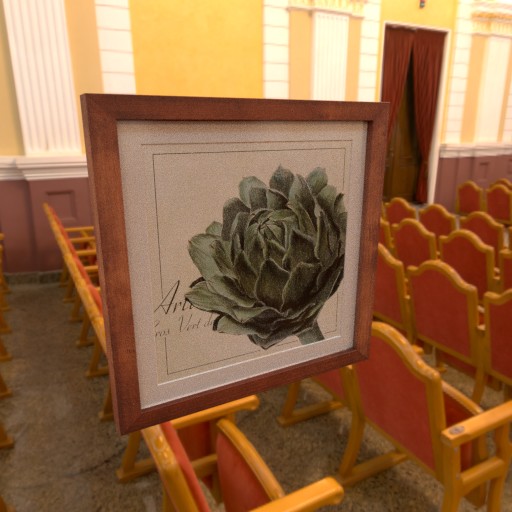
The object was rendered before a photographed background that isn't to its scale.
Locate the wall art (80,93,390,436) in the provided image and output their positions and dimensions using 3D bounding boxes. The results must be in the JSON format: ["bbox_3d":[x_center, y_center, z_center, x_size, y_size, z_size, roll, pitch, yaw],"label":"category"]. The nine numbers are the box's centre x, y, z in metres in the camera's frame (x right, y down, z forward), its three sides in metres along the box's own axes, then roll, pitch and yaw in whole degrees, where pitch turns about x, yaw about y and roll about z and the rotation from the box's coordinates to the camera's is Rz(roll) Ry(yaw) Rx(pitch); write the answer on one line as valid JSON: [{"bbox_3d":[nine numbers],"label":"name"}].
[{"bbox_3d":[0.000,0.000,0.577,0.386,0.385,0.038,-9,19,-27],"label":"wall art"}]
